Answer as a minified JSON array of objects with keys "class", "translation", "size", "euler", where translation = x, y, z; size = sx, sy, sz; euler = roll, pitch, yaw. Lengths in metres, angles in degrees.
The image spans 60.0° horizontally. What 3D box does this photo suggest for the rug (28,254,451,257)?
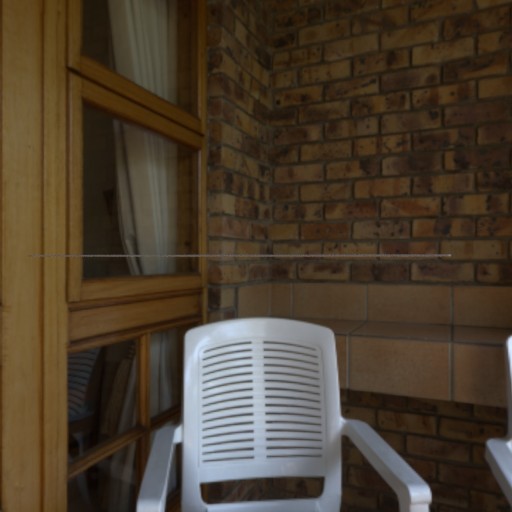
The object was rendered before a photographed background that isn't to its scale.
[{"class":"rug","translation":[0.000,0.000,2.958],"size":[2.235,0.008,1.600],"euler":[0,0,18]}]
